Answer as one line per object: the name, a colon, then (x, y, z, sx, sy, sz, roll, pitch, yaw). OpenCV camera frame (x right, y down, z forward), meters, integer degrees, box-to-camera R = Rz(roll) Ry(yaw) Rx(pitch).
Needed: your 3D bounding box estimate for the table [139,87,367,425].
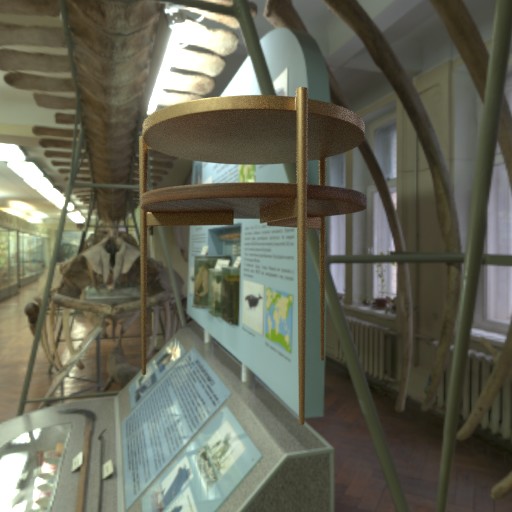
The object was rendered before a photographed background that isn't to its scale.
table: (0.000, 0.000, 0.860, 0.430, 0.493, 0.456, 0, 1, -18)
